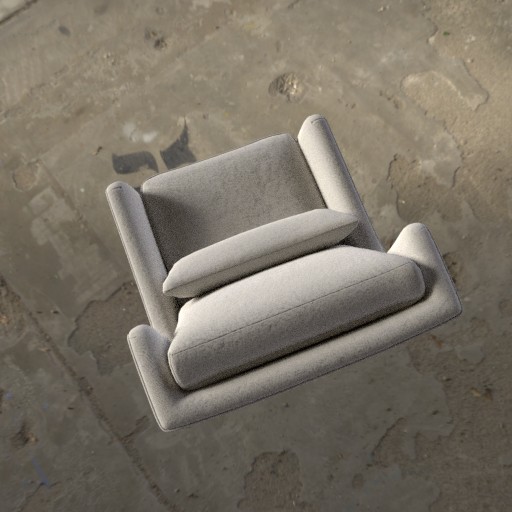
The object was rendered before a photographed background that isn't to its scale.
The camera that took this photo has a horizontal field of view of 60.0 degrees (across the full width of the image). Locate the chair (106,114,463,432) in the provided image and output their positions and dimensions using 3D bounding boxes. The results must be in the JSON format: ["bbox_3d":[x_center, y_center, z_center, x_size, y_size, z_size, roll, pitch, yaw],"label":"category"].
[{"bbox_3d":[0.000,0.000,1.846,0.982,1.056,1.040,-20,76,-5],"label":"chair"}]
